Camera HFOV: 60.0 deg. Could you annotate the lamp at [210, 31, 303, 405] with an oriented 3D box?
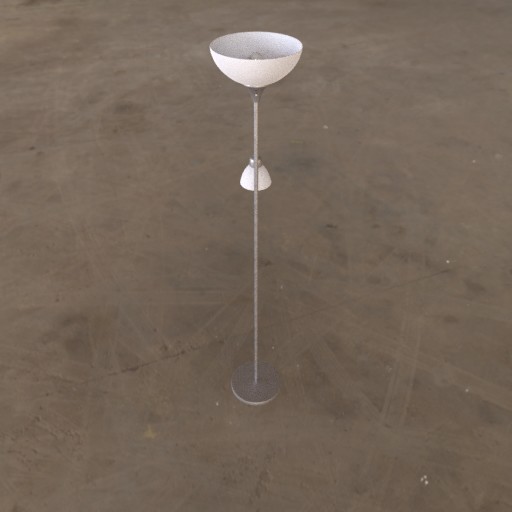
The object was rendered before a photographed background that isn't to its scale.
[{"bbox_3d":[0.000,0.000,1.961,0.279,1.804,0.425,0,42,0],"label":"lamp"}]
